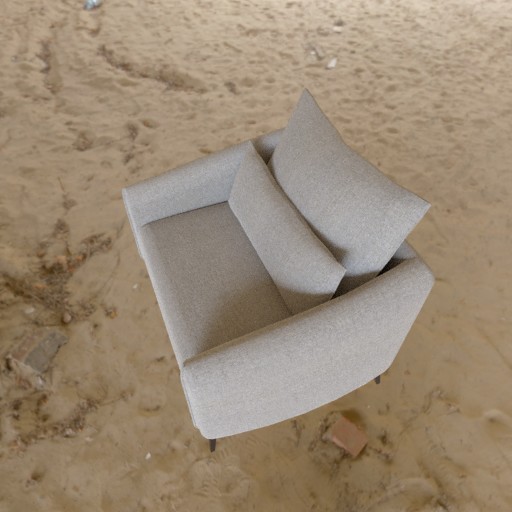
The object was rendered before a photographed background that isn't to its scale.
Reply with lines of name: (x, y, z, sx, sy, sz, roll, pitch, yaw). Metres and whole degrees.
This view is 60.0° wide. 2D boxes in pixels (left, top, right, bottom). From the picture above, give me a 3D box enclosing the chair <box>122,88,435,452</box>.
chair: (0.000, 0.000, 1.663, 0.801, 0.856, 1.029, -17, 49, -15)
